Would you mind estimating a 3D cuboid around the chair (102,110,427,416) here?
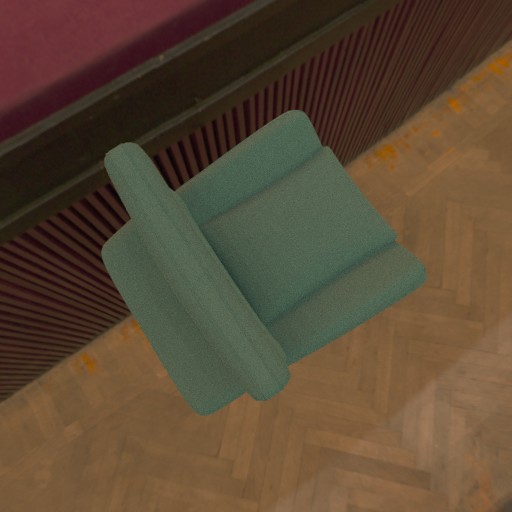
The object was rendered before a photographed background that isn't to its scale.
[{"bbox_3d":[0.000,0.000,1.646,1.008,0.855,0.859,-33,78,-8],"label":"chair"}]
